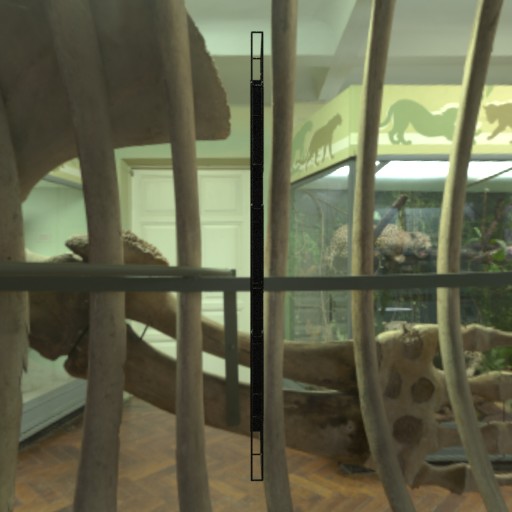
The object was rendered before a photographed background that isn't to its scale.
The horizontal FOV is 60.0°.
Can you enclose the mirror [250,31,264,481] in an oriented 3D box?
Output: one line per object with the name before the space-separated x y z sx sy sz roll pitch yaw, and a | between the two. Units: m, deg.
mirror | 0.000 0.000 1.412 0.037 1.192 0.565 0 0 -1
